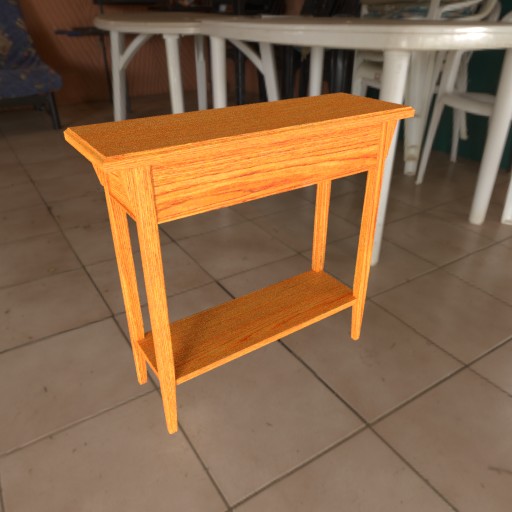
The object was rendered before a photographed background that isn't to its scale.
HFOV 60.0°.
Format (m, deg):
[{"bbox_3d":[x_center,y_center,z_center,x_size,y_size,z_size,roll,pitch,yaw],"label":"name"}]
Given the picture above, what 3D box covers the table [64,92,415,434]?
[{"bbox_3d":[0.000,0.000,1.156,0.762,0.711,0.254,-18,34,-29],"label":"table"}]
